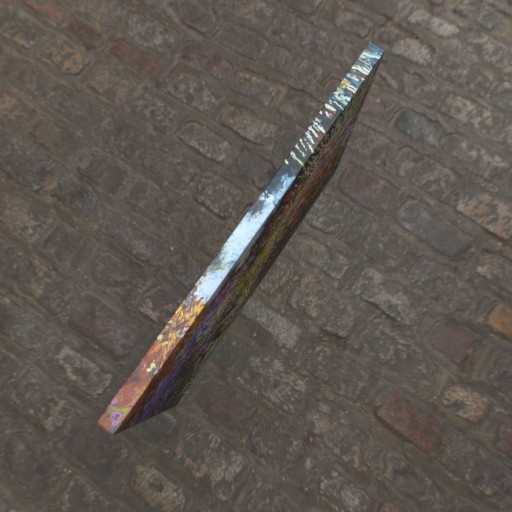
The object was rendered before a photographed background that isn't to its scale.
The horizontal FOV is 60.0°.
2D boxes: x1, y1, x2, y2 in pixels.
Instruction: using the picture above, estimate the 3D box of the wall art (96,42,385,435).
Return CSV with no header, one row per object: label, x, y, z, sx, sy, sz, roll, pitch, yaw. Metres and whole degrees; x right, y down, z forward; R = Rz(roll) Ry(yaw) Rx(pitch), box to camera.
wall art,0.000,0.000,1.128,0.037,0.604,0.908,33,78,8
